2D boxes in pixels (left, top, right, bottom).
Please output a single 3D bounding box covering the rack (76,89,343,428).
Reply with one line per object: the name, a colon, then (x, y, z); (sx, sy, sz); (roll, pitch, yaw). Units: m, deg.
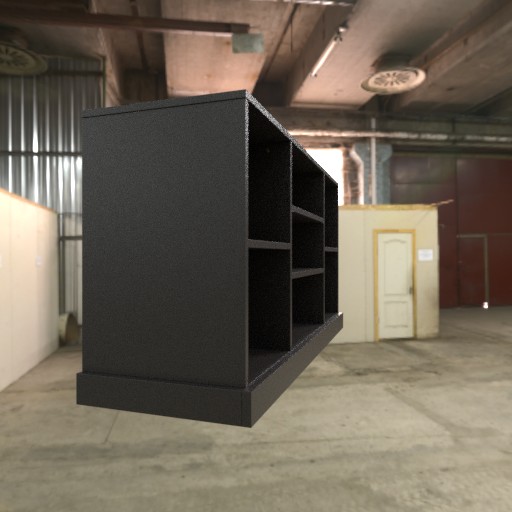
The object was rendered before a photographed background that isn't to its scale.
rack: (0.000, 0.000, 1.455); (0.399, 0.635, 1.206); (0, 0, 19)
